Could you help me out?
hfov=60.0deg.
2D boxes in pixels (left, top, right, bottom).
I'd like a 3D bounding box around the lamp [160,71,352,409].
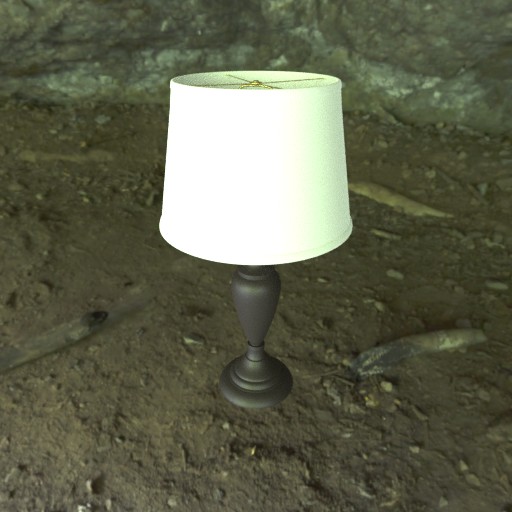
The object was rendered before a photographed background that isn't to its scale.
[{"bbox_3d":[0.000,0.000,0.818,0.335,0.611,0.335,0,28,0],"label":"lamp"}]
